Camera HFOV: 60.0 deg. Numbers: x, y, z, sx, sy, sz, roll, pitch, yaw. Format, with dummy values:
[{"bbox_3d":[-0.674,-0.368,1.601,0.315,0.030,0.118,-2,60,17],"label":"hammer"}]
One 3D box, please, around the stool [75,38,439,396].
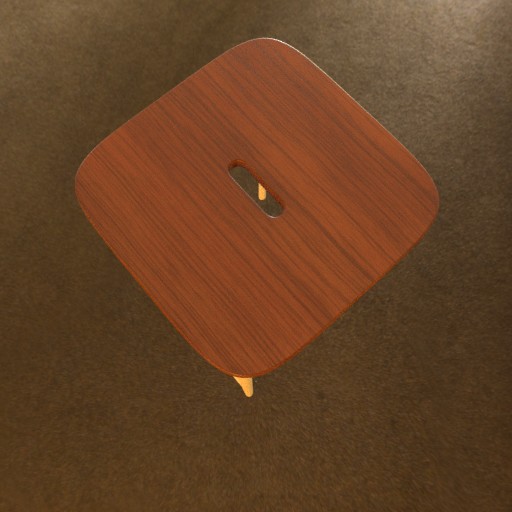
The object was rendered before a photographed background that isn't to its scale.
[{"bbox_3d":[0.000,0.000,0.833,0.376,0.610,0.376,-40,78,-10],"label":"stool"}]
